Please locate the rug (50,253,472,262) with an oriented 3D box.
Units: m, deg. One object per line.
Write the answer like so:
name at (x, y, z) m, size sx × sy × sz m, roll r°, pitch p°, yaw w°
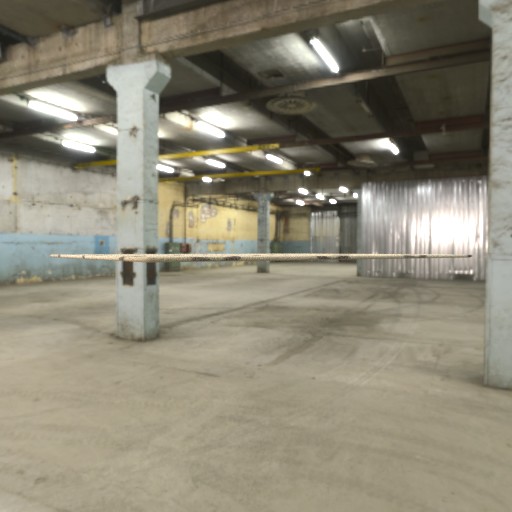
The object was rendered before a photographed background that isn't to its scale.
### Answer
rug at (0.000, 0.000, 4.001) m, size 3.000 × 0.026 × 2.399 m, roll 0°, pitch 1°, yaw -35°
